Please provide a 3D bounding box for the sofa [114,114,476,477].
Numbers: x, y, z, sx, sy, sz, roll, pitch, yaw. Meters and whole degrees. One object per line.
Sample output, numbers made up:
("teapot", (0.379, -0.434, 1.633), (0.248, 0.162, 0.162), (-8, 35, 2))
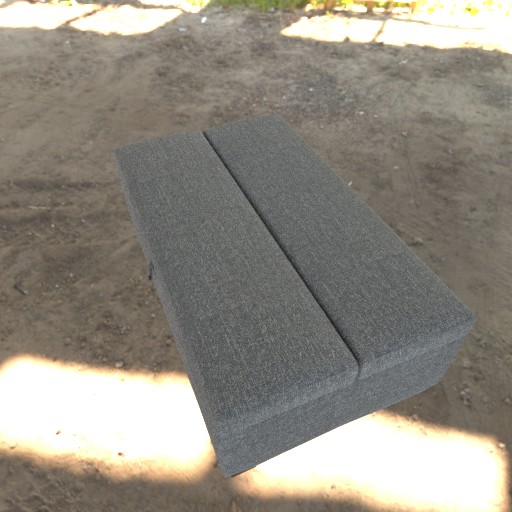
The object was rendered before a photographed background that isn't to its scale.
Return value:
("sofa", (0.000, 0.000, 1.569), (0.782, 0.417, 1.198), (-17, 47, -16))
